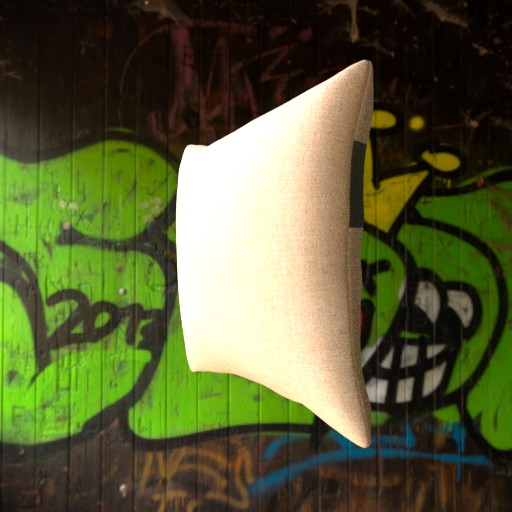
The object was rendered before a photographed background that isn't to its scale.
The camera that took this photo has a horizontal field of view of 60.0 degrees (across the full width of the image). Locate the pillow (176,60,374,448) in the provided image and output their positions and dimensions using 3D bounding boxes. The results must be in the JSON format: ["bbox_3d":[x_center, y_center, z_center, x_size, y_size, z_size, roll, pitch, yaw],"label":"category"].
[{"bbox_3d":[0.000,0.000,0.620,0.173,0.399,0.414,1,-1,-34],"label":"pillow"}]
